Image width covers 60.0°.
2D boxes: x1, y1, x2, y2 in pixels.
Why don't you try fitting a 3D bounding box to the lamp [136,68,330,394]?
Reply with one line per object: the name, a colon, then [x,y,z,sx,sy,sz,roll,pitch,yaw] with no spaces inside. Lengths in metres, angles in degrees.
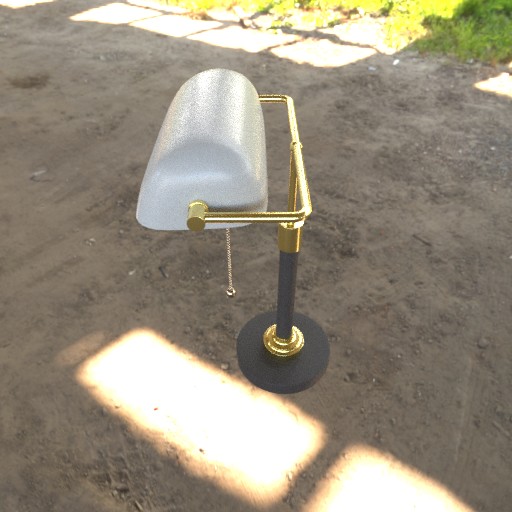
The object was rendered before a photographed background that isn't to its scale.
lamp: [0.000,0.000,0.559,0.227,0.404,0.269,0,41,0]
